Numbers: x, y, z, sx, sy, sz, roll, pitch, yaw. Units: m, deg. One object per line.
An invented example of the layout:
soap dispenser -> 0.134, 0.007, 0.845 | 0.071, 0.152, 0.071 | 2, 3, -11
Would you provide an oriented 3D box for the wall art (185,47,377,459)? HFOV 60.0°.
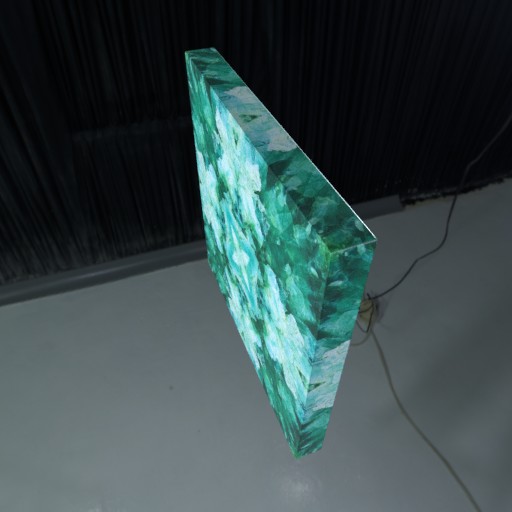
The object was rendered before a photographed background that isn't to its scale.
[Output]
wall art -> 0.000, 0.000, 0.466 | 0.033, 0.313, 0.313 | -16, 48, -15
